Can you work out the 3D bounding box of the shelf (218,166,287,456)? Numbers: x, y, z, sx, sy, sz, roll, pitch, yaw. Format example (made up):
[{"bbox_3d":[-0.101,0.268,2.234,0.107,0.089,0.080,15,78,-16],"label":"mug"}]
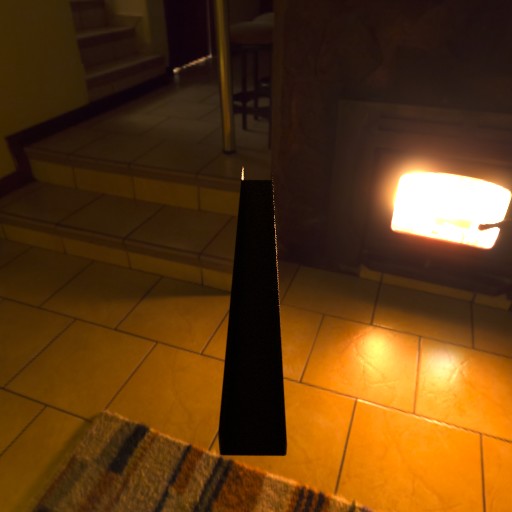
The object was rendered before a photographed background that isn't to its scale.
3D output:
[{"bbox_3d":[0.000,0.000,0.981,0.092,0.049,0.924,0,33,0],"label":"shelf"}]
